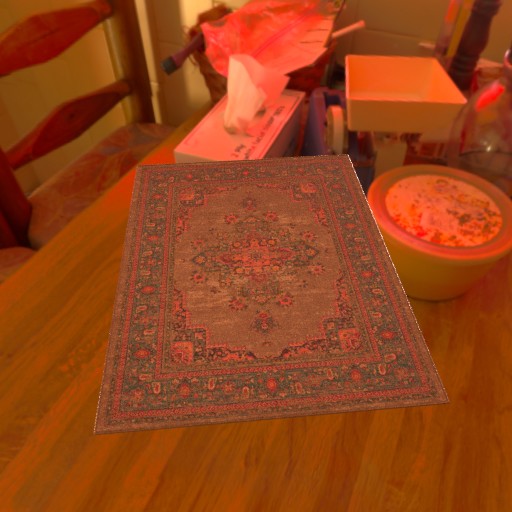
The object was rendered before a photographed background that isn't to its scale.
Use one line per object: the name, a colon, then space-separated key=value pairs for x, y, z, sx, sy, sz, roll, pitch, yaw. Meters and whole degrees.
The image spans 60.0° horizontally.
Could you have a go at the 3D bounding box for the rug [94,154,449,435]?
rug: x=0.000 y=0.000 z=4.051 sx=2.434 sy=0.013 sz=3.057 roll=-4 pitch=47 yaw=-4
